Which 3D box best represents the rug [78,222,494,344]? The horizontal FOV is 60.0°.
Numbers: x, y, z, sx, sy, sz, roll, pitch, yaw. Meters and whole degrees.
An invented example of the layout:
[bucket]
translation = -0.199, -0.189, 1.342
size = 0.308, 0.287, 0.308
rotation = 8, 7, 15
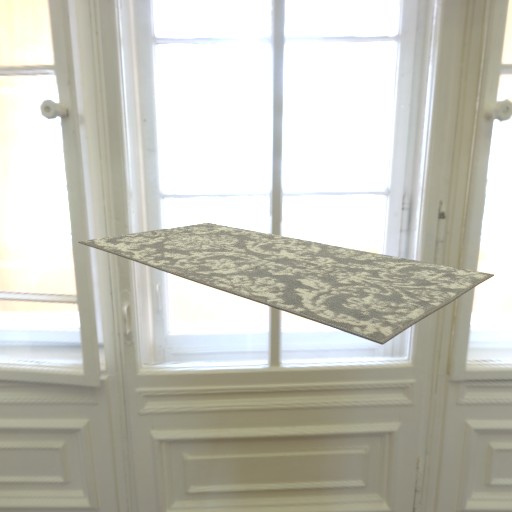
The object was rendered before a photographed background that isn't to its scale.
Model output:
[rug]
translation = 0.000, 0.000, 1.406
size = 1.219, 0.007, 0.604
rotation = 13, 19, 43
